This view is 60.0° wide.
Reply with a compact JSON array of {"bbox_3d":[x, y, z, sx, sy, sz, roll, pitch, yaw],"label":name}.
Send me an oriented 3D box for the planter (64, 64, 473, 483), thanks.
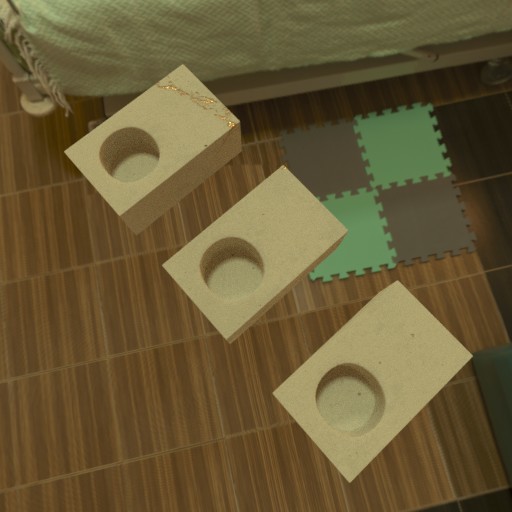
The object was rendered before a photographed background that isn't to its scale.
[{"bbox_3d":[0.000,0.000,0.368,0.127,0.051,0.333,-41,79,-10],"label":"planter"}]
